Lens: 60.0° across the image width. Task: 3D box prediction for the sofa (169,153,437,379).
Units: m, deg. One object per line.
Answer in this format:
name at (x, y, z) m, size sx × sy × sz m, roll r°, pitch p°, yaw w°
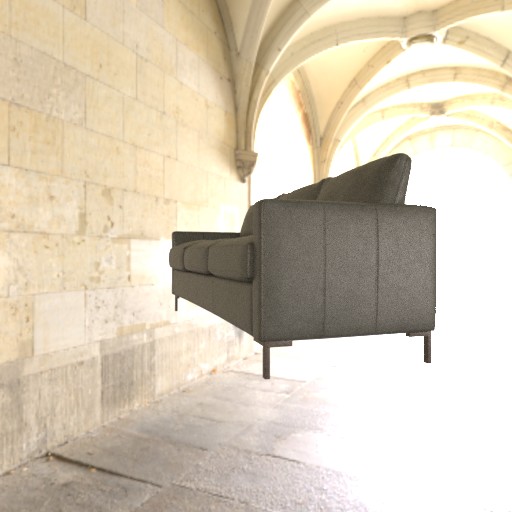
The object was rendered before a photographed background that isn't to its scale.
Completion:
sofa at (0.000, 0.000, 2.456) m, size 0.748 × 0.805 × 2.029 m, roll 0°, pitch 0°, yaw -19°
